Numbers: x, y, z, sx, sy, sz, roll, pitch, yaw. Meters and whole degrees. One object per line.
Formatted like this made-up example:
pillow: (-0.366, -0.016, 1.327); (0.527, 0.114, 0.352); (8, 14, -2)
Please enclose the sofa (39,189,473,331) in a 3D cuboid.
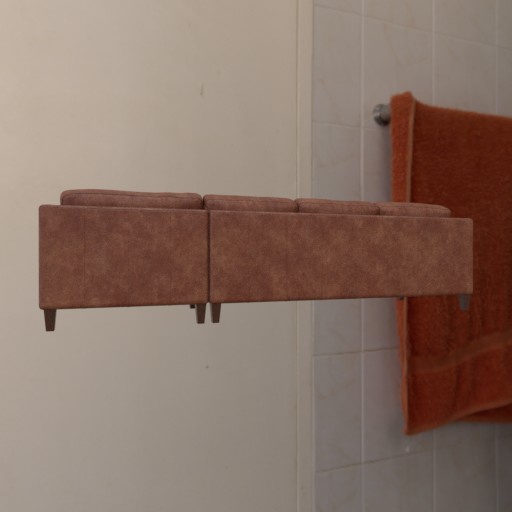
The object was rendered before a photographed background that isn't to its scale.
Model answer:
sofa: (0.000, 0.000, 3.829); (3.203, 0.883, 1.581); (0, 0, -19)
